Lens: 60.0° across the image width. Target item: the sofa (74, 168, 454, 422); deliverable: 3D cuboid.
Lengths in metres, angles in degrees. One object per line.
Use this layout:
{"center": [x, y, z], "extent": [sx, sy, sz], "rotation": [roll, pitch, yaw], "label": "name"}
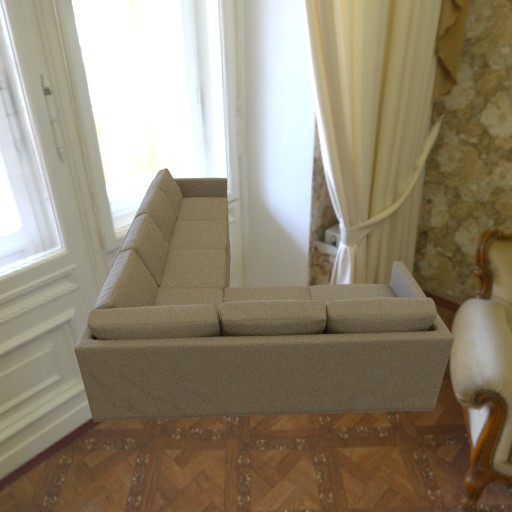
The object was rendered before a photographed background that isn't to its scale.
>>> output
{"center": [0.000, 0.000, 4.289], "extent": [2.432, 0.871, 3.182], "rotation": [-1, 29, -2], "label": "sofa"}
